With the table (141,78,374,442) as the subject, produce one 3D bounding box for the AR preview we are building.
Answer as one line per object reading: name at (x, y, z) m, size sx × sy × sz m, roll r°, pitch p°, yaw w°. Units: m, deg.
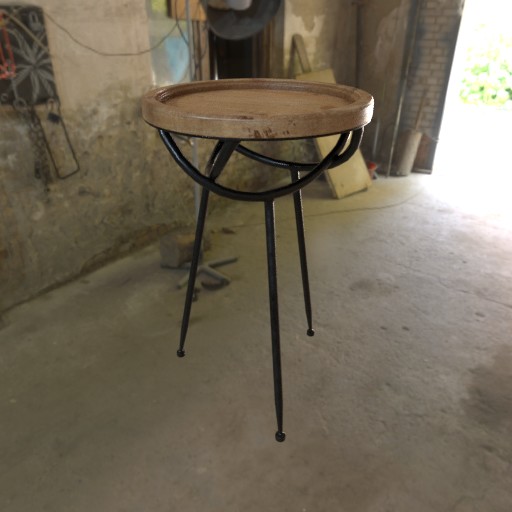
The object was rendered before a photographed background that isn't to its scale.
table at (0.000, 0.000, 0.953) m, size 0.414 × 0.664 × 0.418 m, roll 0°, pitch 29°, yaw -1°
